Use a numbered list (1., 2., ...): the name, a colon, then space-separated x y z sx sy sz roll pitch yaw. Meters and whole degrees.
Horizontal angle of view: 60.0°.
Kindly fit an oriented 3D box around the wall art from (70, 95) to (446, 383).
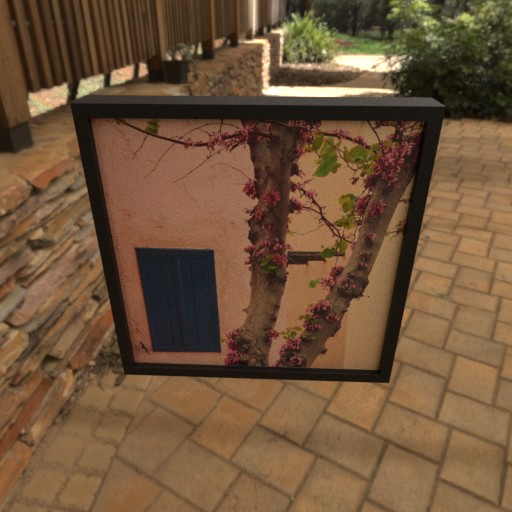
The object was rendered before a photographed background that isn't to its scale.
1. wall art: 0.000 0.000 0.451 0.305 0.304 0.038 1 30 2
